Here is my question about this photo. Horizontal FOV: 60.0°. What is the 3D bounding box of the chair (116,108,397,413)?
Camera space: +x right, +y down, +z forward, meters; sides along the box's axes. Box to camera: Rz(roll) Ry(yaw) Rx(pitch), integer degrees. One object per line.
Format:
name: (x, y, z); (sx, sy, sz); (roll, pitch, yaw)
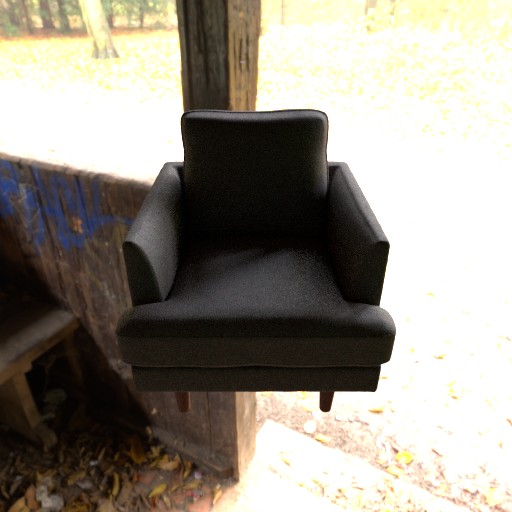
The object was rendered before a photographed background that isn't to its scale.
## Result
chair: (0.000, 0.000, 1.688); (0.858, 0.957, 0.899); (0, 31, 0)
